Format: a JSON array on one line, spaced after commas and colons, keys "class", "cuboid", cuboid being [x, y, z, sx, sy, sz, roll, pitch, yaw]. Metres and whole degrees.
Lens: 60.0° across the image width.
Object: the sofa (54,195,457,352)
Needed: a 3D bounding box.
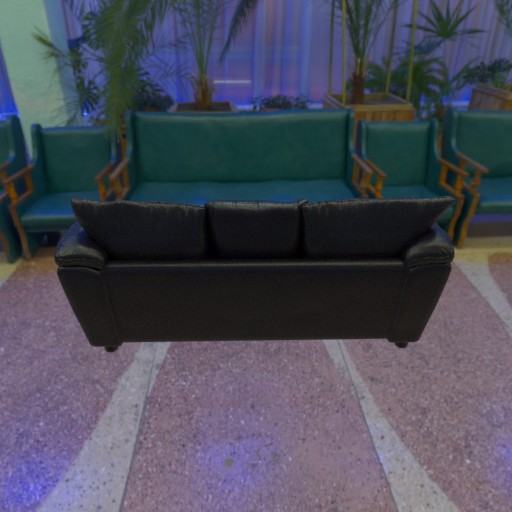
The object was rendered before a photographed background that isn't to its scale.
[{"class": "sofa", "cuboid": [0.000, 0.000, 2.934, 2.336, 1.073, 0.880, -1, 30, -1]}]
